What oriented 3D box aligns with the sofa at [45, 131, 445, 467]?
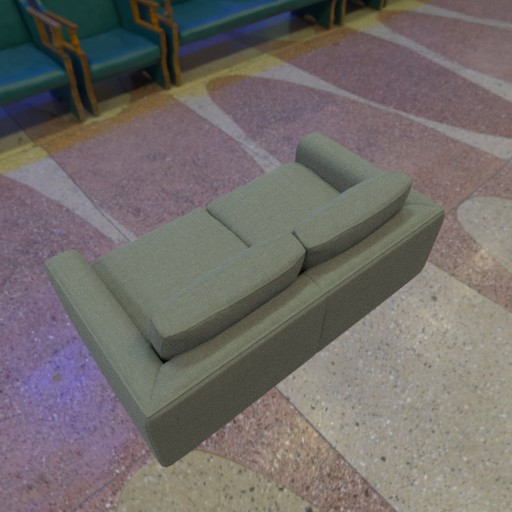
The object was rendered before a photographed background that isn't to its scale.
[{"bbox_3d":[0.000,0.000,2.432,1.920,0.800,1.069,-31,54,-25],"label":"sofa"}]
